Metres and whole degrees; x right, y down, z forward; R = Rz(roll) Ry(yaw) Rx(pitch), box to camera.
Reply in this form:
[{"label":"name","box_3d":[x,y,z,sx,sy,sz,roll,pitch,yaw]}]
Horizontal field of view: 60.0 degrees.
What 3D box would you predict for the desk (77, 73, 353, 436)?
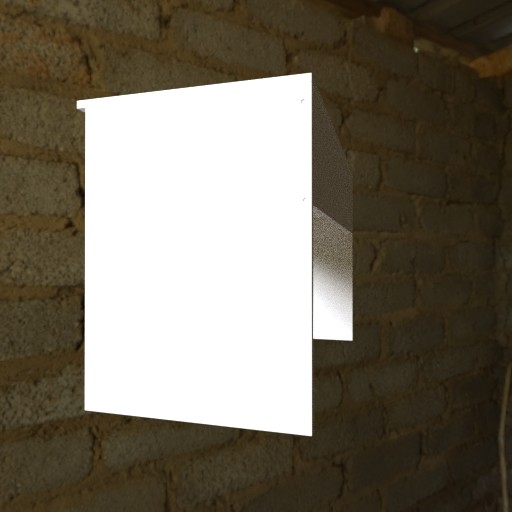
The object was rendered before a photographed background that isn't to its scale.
[{"label":"desk","box_3d":[0.000,0.000,1.496,0.560,0.730,1.100,0,0,17]}]
